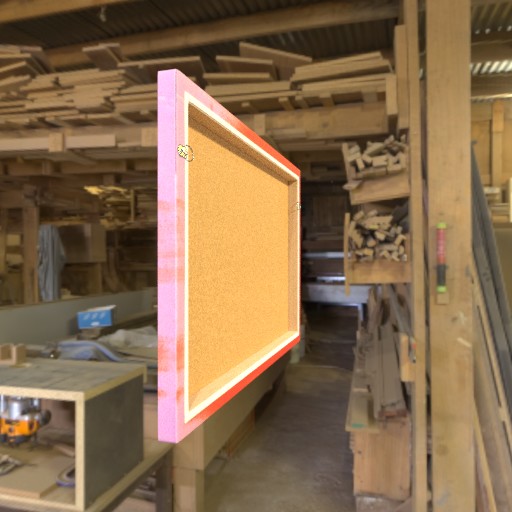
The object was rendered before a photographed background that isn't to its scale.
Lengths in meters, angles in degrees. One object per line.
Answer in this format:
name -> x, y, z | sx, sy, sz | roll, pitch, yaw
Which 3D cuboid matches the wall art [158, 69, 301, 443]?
wall art -> 0.000, 0.000, 1.152 | 0.040, 0.609, 0.913 | 0, 0, 18
